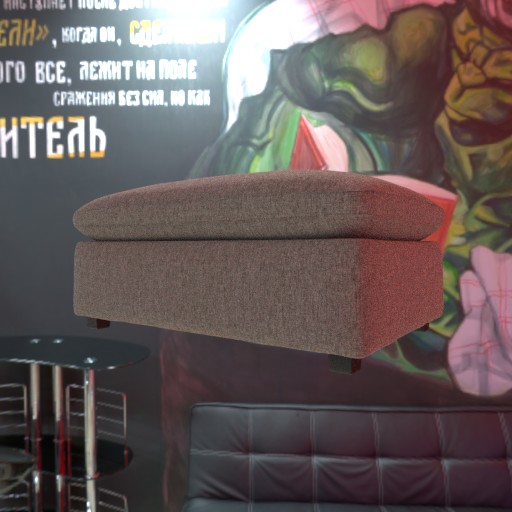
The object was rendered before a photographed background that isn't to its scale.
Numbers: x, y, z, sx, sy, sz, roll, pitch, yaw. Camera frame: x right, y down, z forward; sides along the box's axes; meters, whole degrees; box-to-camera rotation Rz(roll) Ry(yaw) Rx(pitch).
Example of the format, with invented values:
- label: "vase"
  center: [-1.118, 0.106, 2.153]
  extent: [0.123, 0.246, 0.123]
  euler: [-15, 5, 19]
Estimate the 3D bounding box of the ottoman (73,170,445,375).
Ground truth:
- label: "ottoman"
  center: [0.000, 0.000, 1.363]
  extent: [0.977, 0.451, 0.694]
  euler: [1, 2, 35]
